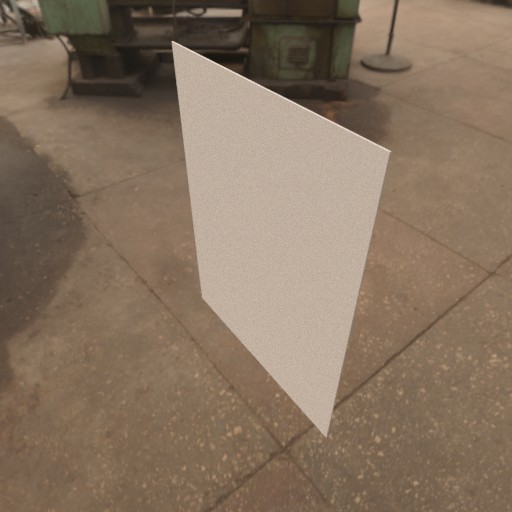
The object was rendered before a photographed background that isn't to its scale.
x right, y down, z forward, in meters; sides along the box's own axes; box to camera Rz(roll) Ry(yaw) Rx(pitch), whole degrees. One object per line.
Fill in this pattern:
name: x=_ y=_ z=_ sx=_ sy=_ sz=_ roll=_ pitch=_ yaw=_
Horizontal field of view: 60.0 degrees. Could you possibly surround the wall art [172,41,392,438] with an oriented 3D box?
wall art: x=0.000 y=0.000 z=0.788 sx=0.003 sy=0.610 sz=0.457 roll=-26 pitch=48 yaw=-26
